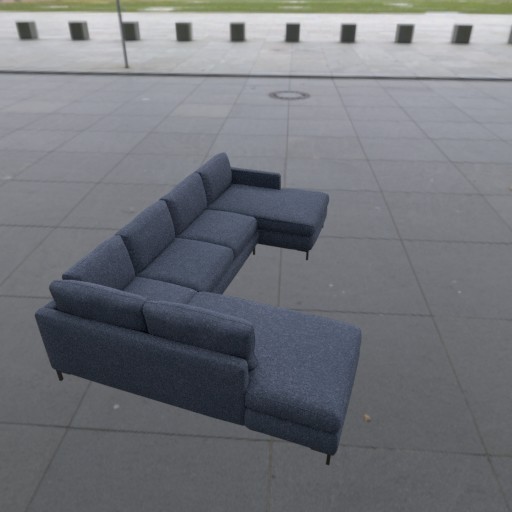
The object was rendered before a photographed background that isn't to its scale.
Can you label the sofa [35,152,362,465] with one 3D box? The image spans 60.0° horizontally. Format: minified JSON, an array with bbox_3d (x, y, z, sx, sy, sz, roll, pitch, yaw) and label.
[{"bbox_3d":[0.000,0.000,3.807,2.007,0.813,2.956,10,33,16],"label":"sofa"}]
